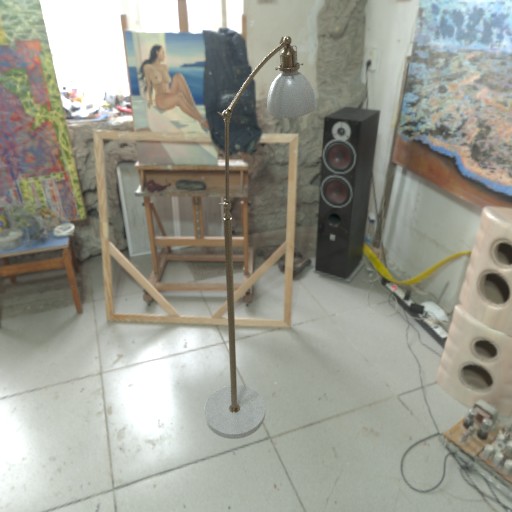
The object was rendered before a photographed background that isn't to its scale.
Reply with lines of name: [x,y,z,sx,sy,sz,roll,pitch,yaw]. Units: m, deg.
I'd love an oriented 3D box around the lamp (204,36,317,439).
lamp: [0.000,0.000,1.802,0.288,1.586,0.599,23,38,33]
